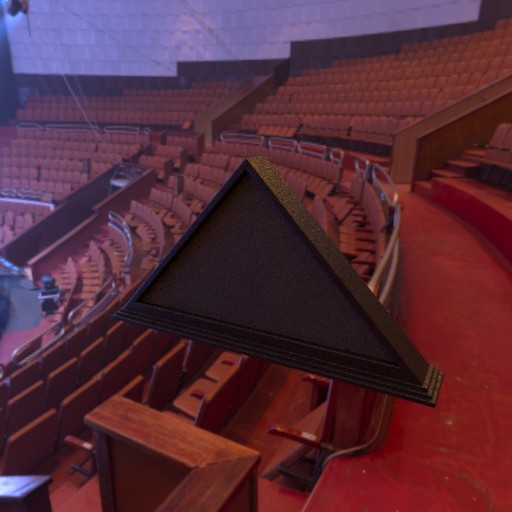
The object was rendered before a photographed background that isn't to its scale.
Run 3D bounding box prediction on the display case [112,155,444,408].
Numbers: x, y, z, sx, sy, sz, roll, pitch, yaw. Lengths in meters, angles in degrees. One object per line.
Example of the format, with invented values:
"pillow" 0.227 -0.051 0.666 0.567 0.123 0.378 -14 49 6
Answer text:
"display case" 0.000 0.000 0.776 0.640 0.340 0.095 9 19 28
